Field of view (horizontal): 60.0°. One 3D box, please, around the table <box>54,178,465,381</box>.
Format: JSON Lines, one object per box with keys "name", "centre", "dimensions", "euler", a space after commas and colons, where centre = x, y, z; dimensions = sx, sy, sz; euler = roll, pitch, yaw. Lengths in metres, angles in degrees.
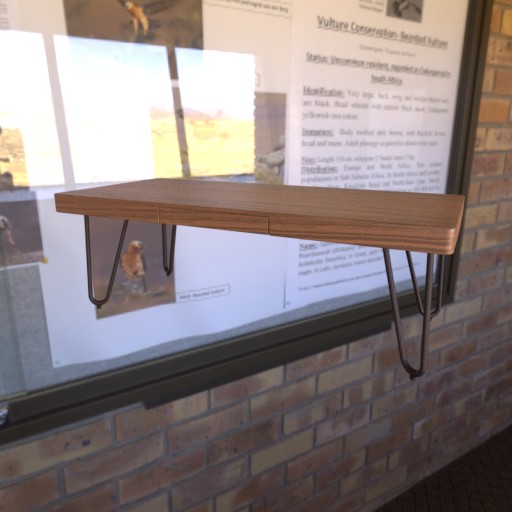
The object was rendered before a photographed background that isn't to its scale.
{"name": "table", "centre": [0.000, 0.000, 1.683], "dimensions": [1.375, 0.468, 0.637], "euler": [8, 18, 25]}
